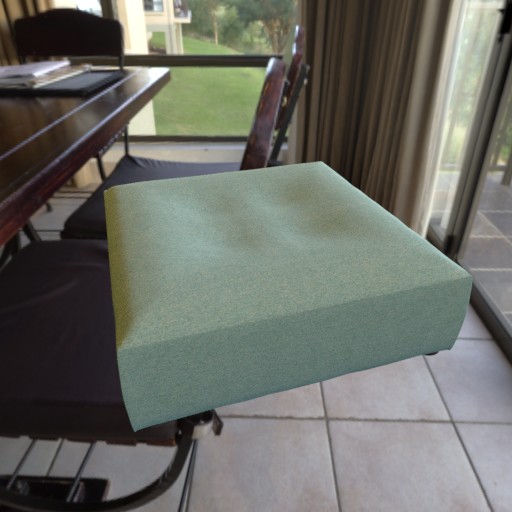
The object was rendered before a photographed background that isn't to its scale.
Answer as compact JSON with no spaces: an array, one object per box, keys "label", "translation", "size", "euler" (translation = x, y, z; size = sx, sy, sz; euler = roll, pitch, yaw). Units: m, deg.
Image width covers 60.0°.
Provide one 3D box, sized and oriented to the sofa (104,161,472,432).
[{"label":"sofa","translation":[0.000,0.000,1.485],"size":[0.930,0.330,0.930],"euler":[-10,33,-15]}]
